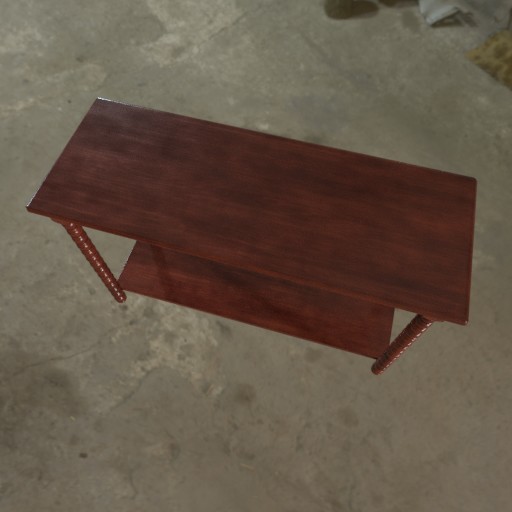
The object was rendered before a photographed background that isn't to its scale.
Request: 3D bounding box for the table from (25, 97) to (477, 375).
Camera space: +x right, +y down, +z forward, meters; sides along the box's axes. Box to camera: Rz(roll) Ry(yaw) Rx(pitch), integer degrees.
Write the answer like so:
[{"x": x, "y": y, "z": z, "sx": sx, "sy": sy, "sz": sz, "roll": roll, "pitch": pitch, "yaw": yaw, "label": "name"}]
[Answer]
[{"x": 0.000, "y": 0.000, "z": 1.554, "sx": 1.184, "sy": 0.740, "sz": 0.459, "roll": 14, "pitch": 62, "yaw": 8, "label": "table"}]
